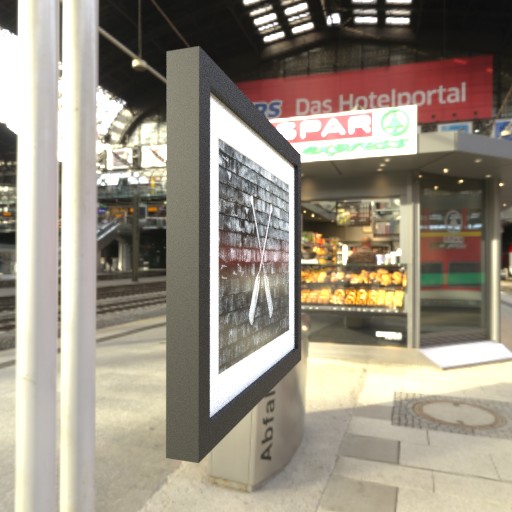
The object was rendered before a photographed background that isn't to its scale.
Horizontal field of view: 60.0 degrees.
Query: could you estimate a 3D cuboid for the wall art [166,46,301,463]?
[{"bbox_3d":[0.000,0.000,0.536,0.029,0.330,0.381,0,-1,18],"label":"wall art"}]
